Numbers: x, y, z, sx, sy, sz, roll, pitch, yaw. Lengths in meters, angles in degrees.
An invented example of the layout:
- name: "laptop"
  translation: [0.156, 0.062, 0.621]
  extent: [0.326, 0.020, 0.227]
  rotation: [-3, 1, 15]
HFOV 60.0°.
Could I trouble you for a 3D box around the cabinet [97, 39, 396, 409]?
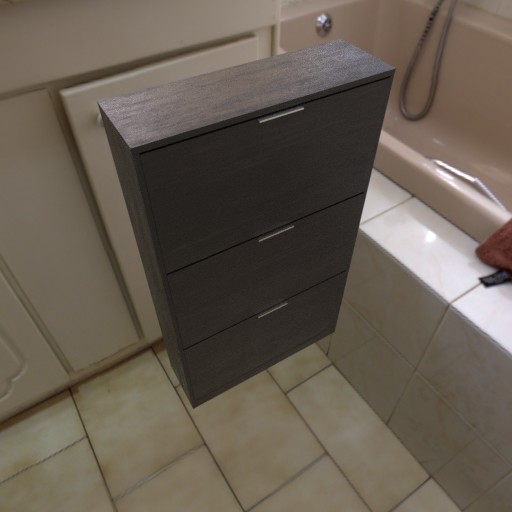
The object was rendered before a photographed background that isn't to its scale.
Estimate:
- name: "cabinet"
  translation: [0.000, 0.000, 1.600]
  extent: [0.750, 1.280, 0.250]
  rotation: [-24, 51, -20]
